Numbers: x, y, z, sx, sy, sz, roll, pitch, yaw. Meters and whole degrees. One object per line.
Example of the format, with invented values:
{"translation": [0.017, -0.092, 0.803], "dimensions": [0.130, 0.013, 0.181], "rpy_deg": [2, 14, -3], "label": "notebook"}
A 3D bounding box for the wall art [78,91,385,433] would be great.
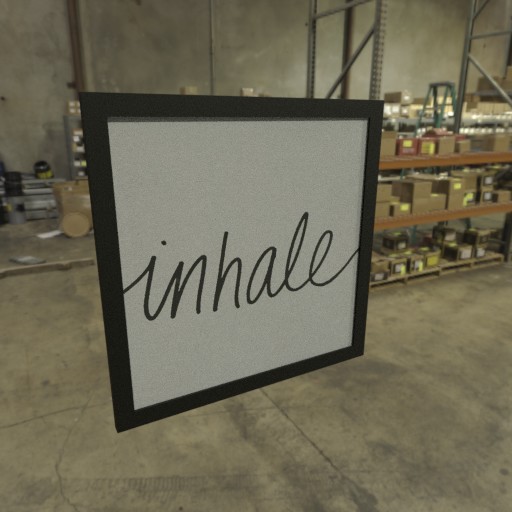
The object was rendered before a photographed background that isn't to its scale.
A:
{"translation": [0.000, 0.000, 0.525], "dimensions": [0.356, 0.356, 0.013], "rpy_deg": [-9, 19, -27], "label": "wall art"}
